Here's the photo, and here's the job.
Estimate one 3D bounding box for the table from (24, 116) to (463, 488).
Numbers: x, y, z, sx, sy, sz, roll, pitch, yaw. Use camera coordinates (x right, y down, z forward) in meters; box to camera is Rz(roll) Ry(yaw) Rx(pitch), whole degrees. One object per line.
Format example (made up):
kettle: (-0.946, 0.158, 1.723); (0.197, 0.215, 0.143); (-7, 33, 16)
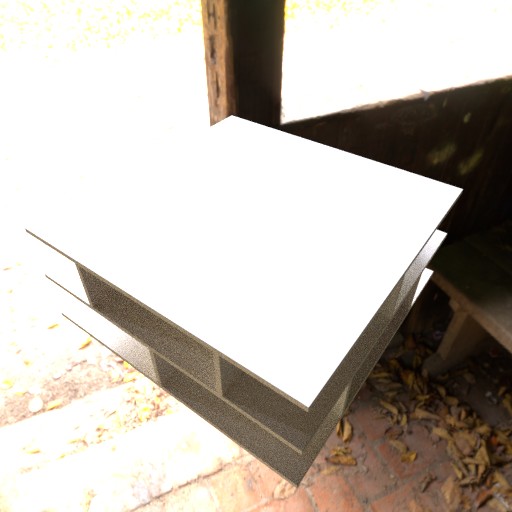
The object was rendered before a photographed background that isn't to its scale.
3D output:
table: (0.000, 0.000, 1.086); (0.700, 0.289, 0.700); (26, 47, 27)
